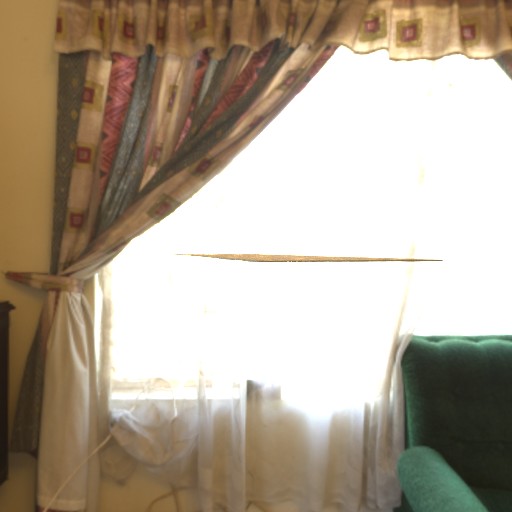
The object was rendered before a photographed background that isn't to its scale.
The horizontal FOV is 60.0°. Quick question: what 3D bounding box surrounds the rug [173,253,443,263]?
[{"bbox_3d":[0.000,0.000,2.534,0.684,0.009,2.275,0,1,-17],"label":"rug"}]
